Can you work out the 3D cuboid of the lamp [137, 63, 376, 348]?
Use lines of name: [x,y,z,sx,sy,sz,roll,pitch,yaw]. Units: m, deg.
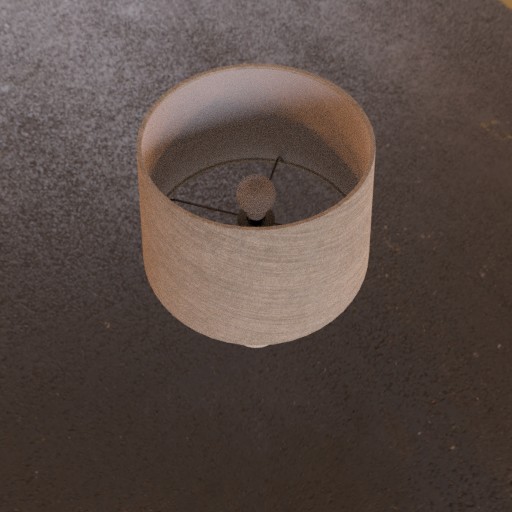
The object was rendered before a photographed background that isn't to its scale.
lamp: [0.000,0.000,0.818,0.390,0.580,0.390,0,57,0]
